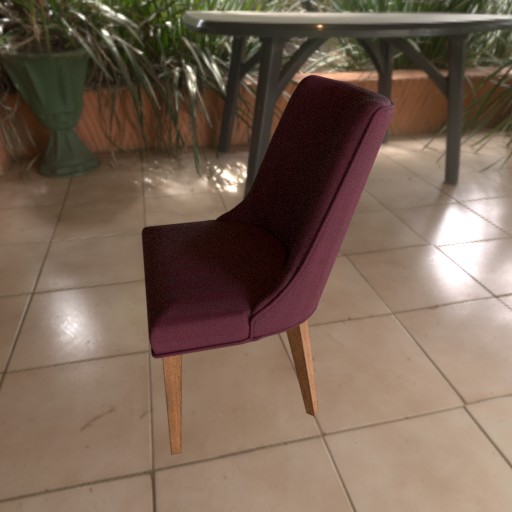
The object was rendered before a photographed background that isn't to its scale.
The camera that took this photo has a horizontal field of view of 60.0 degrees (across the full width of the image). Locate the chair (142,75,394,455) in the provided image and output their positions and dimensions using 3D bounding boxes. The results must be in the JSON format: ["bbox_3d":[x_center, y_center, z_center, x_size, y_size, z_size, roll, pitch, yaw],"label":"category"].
[{"bbox_3d":[0.000,0.000,1.285,0.638,0.916,0.548,-7,31,-12],"label":"chair"}]
